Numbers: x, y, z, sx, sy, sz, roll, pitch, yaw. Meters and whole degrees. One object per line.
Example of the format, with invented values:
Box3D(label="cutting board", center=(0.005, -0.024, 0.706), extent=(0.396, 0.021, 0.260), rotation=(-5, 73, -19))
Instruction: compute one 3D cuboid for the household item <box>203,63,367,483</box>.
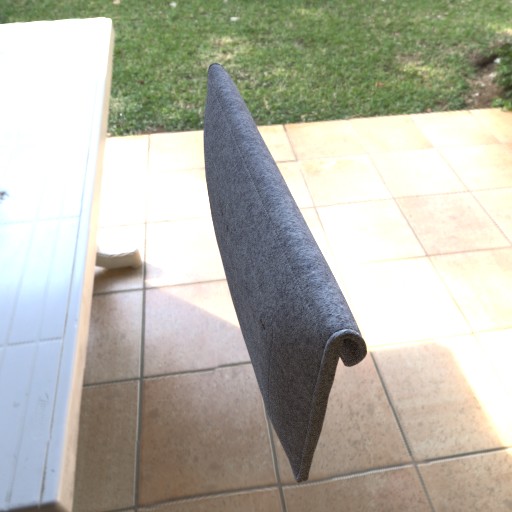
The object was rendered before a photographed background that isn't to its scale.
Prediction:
Box3D(label="household item", center=(0.000, 0.000, 0.408), extent=(0.057, 0.221, 0.335), rotation=(-11, 47, -10))
